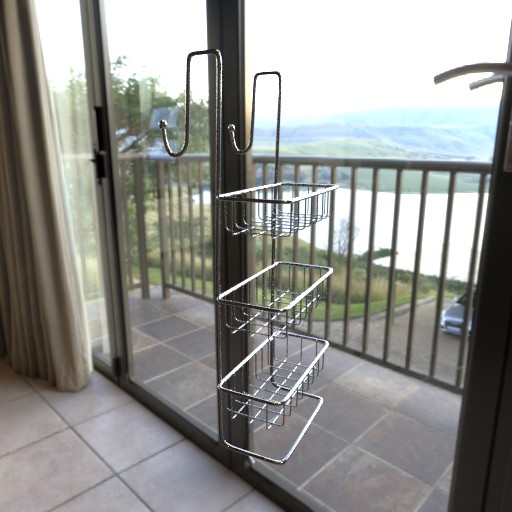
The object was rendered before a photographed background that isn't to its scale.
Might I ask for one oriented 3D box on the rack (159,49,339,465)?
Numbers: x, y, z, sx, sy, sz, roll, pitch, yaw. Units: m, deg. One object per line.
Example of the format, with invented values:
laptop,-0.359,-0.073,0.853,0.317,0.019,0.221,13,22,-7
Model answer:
rack,0.000,0.000,0.702,0.202,0.574,0.228,7,16,25
